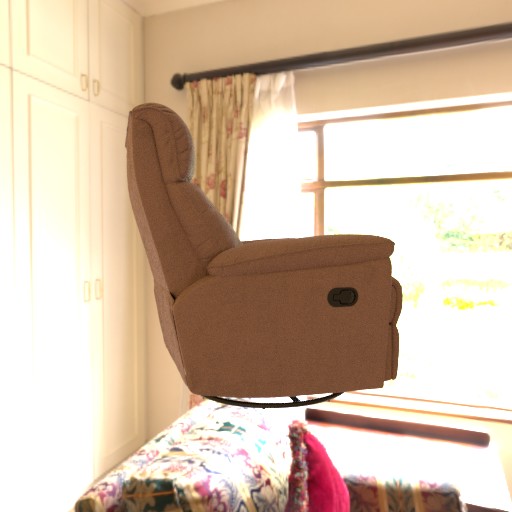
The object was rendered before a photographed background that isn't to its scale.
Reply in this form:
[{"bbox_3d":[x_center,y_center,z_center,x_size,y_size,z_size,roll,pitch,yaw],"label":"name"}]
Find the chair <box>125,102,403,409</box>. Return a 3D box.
[{"bbox_3d":[0.000,0.000,1.805,1.004,1.037,0.820,0,2,-18],"label":"chair"}]
